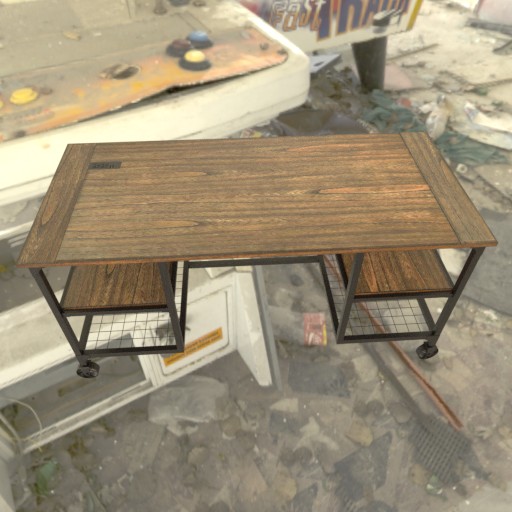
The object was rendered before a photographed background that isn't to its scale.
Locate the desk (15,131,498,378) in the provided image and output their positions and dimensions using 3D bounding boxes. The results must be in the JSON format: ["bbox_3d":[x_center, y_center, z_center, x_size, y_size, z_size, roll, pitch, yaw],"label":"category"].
[{"bbox_3d":[0.000,0.000,1.941,1.590,0.751,0.711,-3,46,-3],"label":"desk"}]
